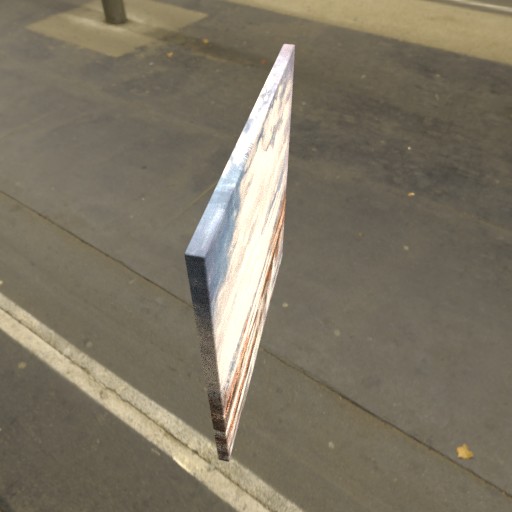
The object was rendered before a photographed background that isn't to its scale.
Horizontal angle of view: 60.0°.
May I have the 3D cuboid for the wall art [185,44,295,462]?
[{"bbox_3d":[0.000,0.000,1.324,0.035,0.897,0.888,9,47,9],"label":"wall art"}]
